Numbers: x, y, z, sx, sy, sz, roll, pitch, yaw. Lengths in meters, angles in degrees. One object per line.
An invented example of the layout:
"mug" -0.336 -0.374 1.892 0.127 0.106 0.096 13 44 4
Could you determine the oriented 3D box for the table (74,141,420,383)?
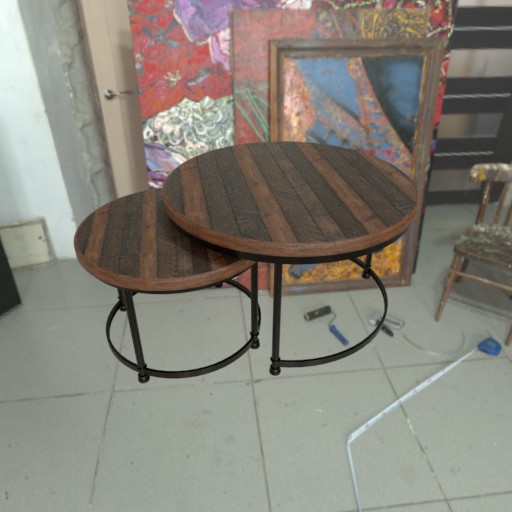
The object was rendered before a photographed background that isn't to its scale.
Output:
"table" 0.000 0.000 1.607 1.152 0.516 0.870 -21 38 -30
